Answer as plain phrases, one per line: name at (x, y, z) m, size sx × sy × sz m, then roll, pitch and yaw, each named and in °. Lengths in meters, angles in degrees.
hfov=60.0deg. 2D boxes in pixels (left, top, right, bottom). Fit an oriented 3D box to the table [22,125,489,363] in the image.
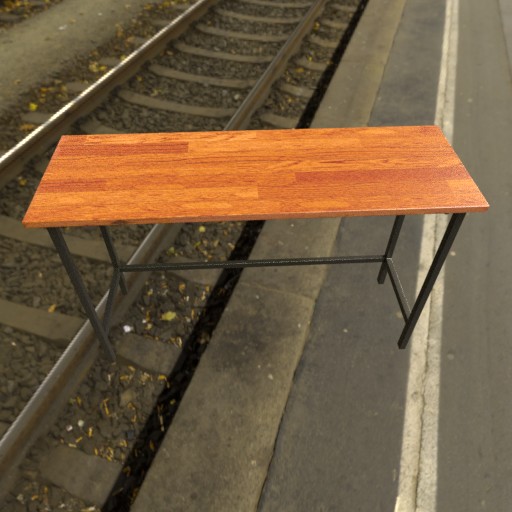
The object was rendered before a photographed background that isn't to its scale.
table at (0.000, 0.000, 1.545) m, size 1.204 × 0.740 × 0.408 m, roll -2°, pitch 46°, yaw -2°
